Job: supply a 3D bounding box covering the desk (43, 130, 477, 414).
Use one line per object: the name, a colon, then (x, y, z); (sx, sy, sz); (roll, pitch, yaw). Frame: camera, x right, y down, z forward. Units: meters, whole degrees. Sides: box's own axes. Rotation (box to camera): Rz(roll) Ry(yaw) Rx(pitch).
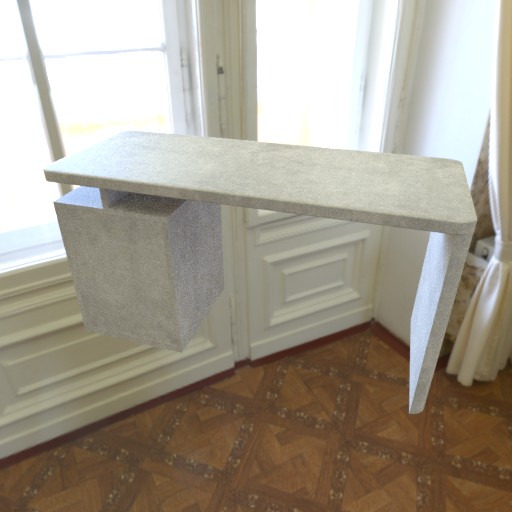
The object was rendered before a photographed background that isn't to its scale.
desk: (0.000, 0.000, 1.760); (1.400, 0.755, 0.550); (9, 32, 15)
